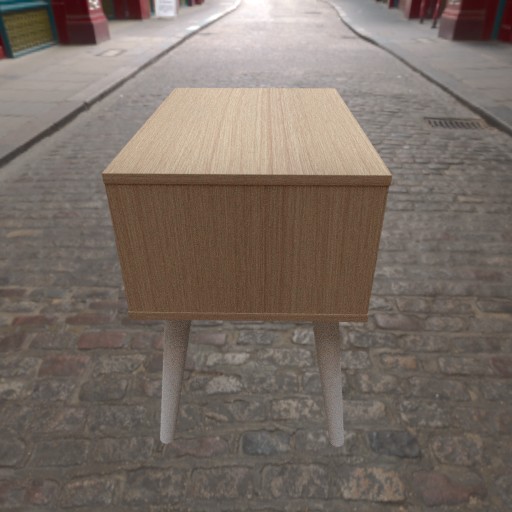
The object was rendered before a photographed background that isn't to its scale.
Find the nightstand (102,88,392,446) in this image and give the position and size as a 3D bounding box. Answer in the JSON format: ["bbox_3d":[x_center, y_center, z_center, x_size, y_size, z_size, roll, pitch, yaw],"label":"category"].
[{"bbox_3d":[0.000,0.000,0.998,0.407,0.610,0.571,1,32,1],"label":"nightstand"}]
